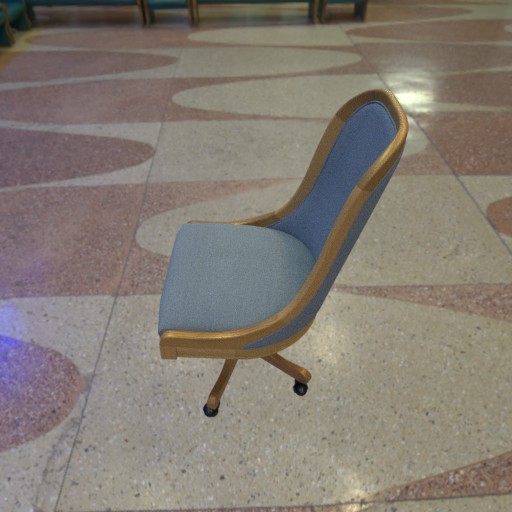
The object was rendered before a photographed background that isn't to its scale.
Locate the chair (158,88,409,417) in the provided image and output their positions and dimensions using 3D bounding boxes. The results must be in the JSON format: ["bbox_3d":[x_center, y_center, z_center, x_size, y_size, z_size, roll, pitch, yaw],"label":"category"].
[{"bbox_3d":[0.000,0.000,1.462,0.735,1.031,0.605,0,41,1],"label":"chair"}]
